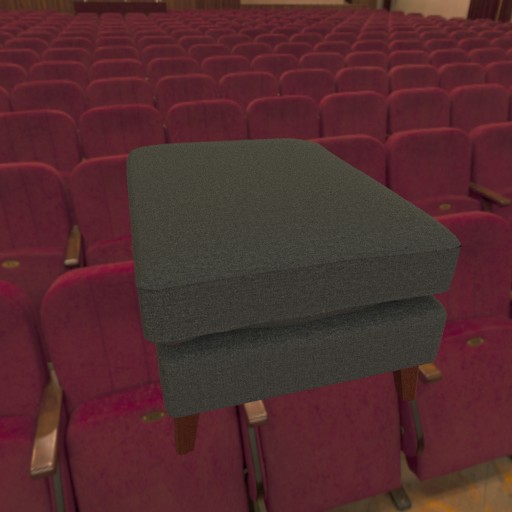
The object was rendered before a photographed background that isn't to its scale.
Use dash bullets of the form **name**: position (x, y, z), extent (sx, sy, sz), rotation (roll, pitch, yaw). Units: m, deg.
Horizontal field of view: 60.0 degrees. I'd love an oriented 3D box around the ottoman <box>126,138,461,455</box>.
- **ottoman**: position (0.000, 0.000, 1.222), extent (0.629, 0.503, 0.835), rotation (-8, 30, -14)
